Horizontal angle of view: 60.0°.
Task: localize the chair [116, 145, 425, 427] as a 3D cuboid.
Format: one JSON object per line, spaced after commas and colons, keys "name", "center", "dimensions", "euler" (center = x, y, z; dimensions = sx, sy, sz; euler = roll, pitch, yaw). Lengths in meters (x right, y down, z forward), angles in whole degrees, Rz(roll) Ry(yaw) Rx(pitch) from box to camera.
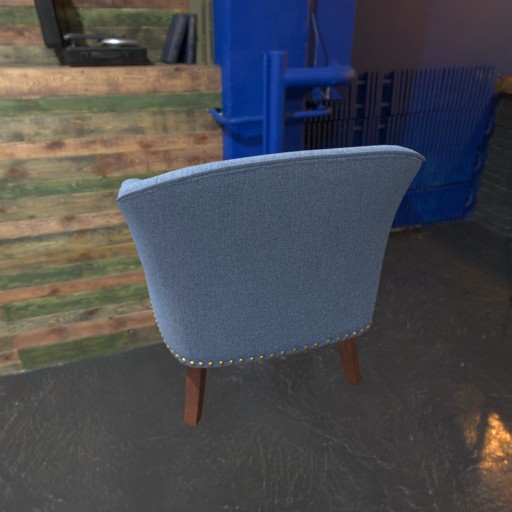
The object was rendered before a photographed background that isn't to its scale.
{"name": "chair", "center": [0.000, 0.000, 1.380], "dimensions": [0.772, 0.815, 0.704], "euler": [-8, 29, -15]}
